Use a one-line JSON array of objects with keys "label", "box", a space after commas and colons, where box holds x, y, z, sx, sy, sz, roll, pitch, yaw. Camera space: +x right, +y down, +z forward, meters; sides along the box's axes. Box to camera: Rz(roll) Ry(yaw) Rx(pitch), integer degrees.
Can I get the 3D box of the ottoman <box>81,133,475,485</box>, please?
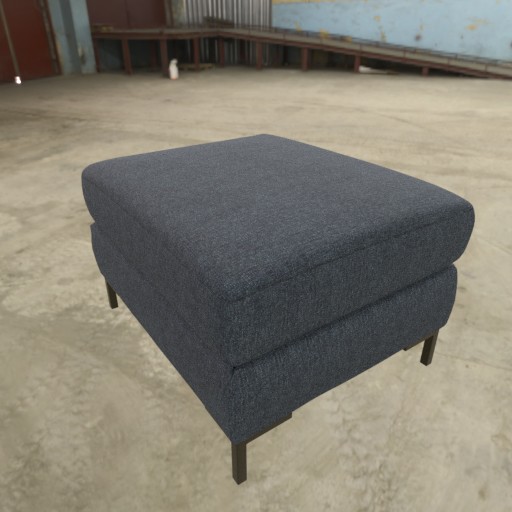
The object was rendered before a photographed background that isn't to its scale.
[{"label": "ottoman", "box": [0.000, 0.000, 1.241, 0.695, 0.533, 0.831, -18, 33, -30]}]
